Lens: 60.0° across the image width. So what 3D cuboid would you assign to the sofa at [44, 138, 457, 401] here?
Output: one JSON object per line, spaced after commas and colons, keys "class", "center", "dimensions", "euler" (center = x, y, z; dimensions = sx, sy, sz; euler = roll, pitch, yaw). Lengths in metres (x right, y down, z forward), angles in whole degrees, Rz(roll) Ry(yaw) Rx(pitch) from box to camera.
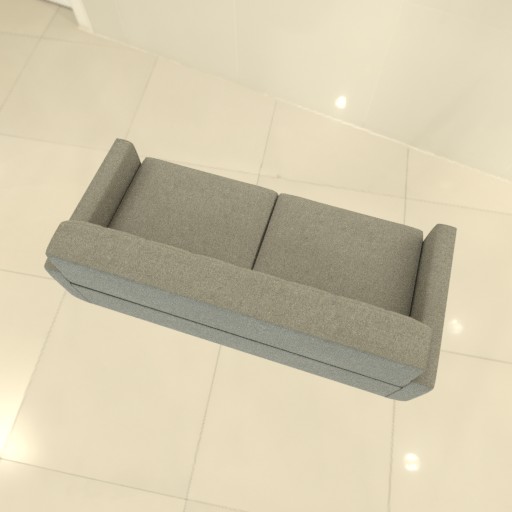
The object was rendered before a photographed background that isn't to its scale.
{"class": "sofa", "center": [0.000, 0.000, 2.533], "dimensions": [2.055, 0.873, 0.968], "euler": [16, 66, 7]}
